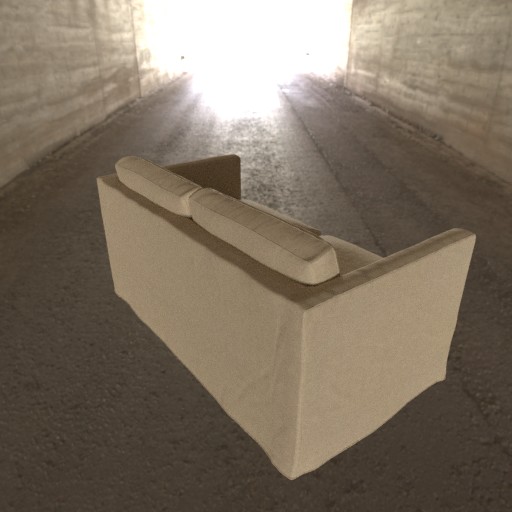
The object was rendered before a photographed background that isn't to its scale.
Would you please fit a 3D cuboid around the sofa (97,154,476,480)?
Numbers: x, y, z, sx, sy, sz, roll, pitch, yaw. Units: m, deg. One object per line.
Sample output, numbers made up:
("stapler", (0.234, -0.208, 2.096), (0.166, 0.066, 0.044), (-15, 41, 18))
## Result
("sofa", (0.000, 0.000, 2.213), (0.962, 0.835, 1.719), (-18, 32, -33))
